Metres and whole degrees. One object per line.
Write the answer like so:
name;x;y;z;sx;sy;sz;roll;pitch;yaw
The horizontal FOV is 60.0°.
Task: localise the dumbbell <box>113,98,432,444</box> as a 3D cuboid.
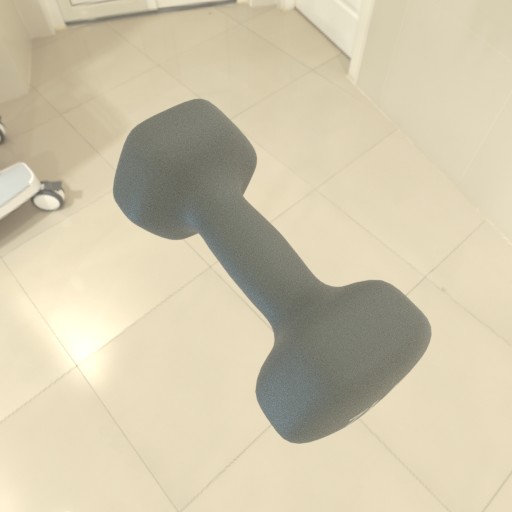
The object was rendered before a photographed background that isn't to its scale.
dumbbell;0.000;0.000;0.234;0.090;0.081;0.184;-31;63;-18
